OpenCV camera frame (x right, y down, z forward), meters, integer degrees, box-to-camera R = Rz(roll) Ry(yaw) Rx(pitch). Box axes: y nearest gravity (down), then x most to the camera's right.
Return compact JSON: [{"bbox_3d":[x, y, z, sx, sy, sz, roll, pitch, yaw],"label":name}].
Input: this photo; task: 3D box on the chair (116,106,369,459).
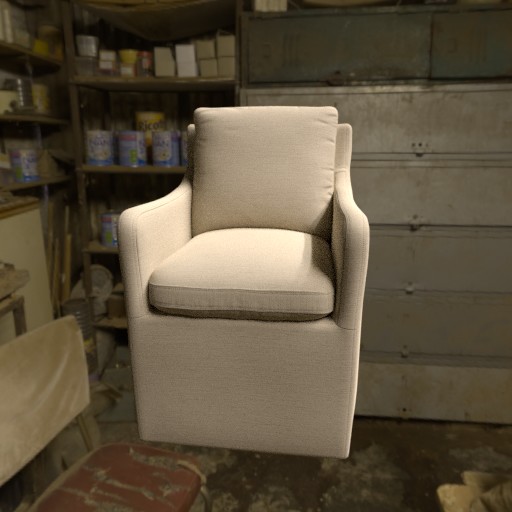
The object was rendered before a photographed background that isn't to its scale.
[{"bbox_3d":[0.000,0.000,1.378,0.626,0.914,0.694,2,15,7],"label":"chair"}]
